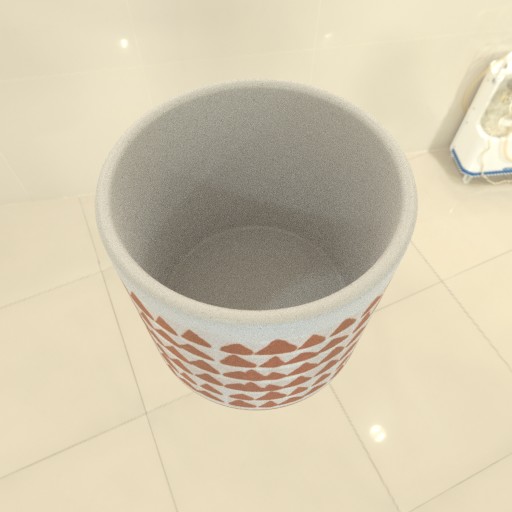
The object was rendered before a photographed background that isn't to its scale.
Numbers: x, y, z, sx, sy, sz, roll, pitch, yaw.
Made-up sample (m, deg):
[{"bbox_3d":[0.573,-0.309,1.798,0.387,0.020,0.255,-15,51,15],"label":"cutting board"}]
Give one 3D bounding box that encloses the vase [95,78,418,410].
[{"bbox_3d":[0.000,0.000,0.242,0.137,0.127,0.137,0,58,0],"label":"vase"}]
